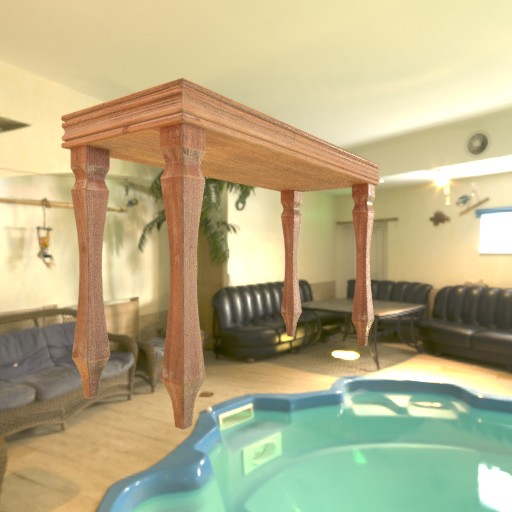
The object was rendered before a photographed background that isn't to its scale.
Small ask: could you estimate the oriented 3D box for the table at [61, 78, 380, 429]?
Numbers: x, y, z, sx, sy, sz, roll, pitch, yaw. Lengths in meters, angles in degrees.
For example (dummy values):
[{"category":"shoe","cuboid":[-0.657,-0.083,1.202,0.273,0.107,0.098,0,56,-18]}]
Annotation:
[{"category":"table","cuboid":[0.000,0.000,1.756,0.522,0.873,1.330,1,1,36]}]
